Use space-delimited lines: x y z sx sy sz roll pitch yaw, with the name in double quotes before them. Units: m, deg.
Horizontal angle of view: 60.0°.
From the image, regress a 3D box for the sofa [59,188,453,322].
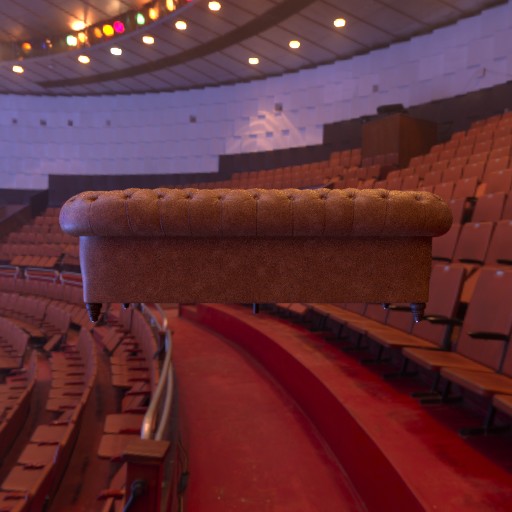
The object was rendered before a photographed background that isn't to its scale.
"sofa" 0.000 0.000 2.779 2.365 0.760 0.989 0 0 0
